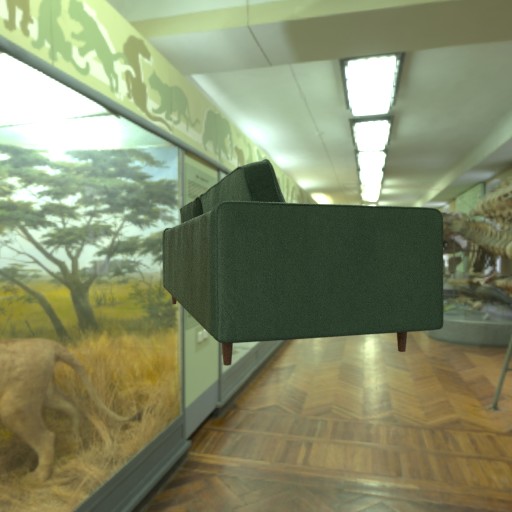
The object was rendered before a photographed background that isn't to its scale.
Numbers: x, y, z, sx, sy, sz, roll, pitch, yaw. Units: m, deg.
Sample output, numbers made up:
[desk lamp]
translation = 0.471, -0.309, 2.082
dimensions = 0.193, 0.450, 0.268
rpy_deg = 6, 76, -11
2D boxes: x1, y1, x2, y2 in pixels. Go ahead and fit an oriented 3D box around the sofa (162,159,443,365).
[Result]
[sofa]
translation = 0.000, 0.000, 2.631
dimensions = 0.918, 0.769, 2.199
rpy_deg = 0, 1, -16
